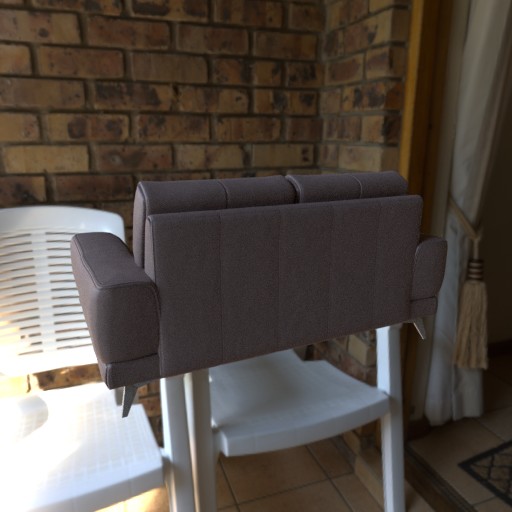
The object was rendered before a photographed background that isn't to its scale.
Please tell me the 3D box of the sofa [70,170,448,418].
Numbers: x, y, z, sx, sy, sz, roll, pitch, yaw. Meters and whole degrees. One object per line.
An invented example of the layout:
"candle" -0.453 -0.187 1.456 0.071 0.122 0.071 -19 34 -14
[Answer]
"sofa" 0.000 0.000 2.385 1.806 0.907 1.018 -7 17 -25
